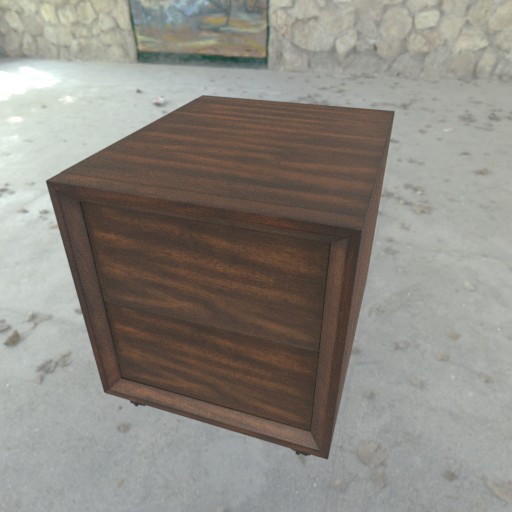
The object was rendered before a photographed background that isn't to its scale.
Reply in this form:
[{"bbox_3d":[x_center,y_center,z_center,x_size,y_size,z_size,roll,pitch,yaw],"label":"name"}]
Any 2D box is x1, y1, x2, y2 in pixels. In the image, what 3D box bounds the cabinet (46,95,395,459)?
[{"bbox_3d":[0.000,0.000,0.837,0.402,0.455,0.500,10,34,16],"label":"cabinet"}]
